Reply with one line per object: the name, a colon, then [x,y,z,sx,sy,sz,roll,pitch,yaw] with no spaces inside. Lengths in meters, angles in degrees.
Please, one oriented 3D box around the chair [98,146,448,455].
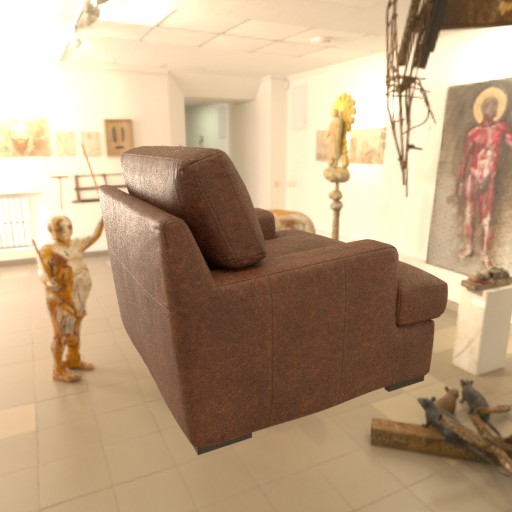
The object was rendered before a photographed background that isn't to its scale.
chair: [0.000,0.000,1.947,1.143,0.939,1.168,-7,16,-26]
